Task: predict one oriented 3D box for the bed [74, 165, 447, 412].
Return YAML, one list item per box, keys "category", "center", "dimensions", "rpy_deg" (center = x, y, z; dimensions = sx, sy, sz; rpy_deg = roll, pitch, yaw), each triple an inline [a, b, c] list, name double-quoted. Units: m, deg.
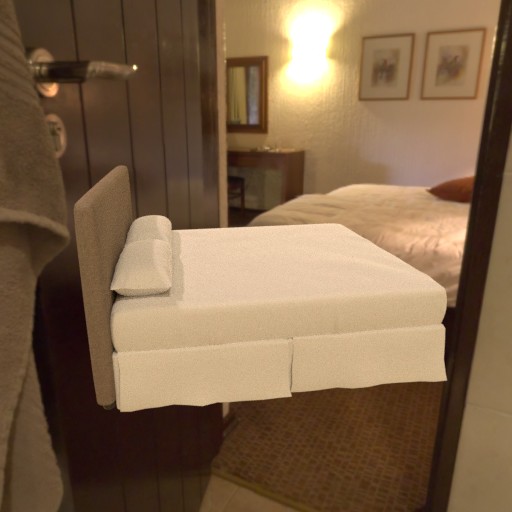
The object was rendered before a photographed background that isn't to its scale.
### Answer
- category: "bed"
  center: [0.000, 0.000, 3.620]
  dimensions: [2.341, 1.317, 2.119]
  rpy_deg: [-3, 17, -10]
